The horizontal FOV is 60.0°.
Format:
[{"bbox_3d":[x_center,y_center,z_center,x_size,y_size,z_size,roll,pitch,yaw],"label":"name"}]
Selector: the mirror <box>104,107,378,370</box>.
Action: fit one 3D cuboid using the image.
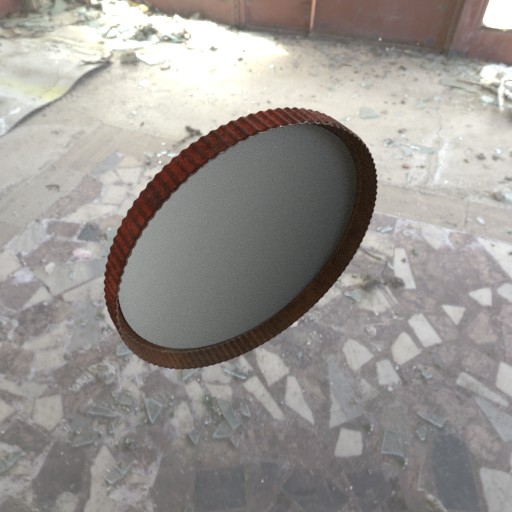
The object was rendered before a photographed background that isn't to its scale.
[{"bbox_3d":[0.000,0.000,0.909,0.609,0.609,0.056,-25,52,-22],"label":"mirror"}]
